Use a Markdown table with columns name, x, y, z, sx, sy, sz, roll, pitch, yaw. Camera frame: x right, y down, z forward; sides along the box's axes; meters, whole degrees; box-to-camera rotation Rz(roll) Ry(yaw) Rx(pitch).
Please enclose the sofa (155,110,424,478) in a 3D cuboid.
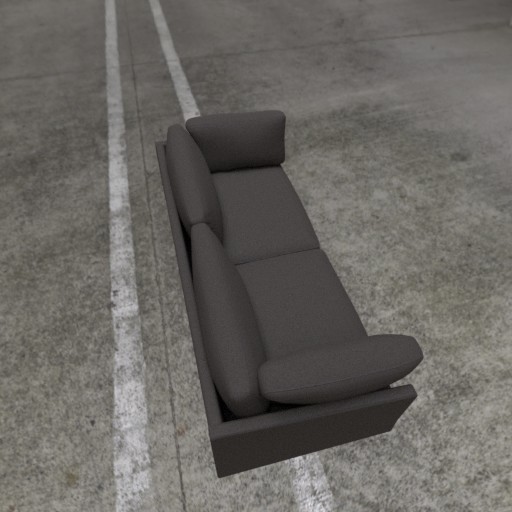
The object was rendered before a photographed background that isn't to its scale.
| name | x | y | z | sx | sy | sz | roll | pitch | yaw |
| --- | --- | --- | --- | --- | --- | --- | --- | --- | --- |
| sofa | 0.000 | 0.000 | 2.767 | 0.969 | 0.792 | 2.312 | -11 | 48 | -10 |
